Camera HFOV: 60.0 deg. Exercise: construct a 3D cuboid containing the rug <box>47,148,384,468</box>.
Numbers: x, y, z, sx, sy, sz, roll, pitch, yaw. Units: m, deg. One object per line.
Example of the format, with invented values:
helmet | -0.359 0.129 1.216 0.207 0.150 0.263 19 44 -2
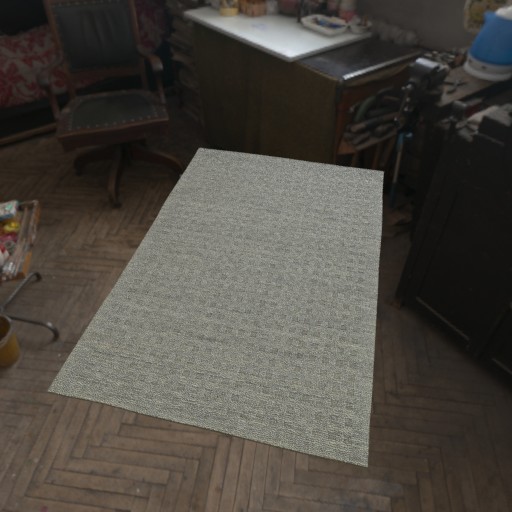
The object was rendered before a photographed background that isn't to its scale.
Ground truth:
rug | 0.000 0.000 2.812 1.532 0.018 2.297 9 45 9
